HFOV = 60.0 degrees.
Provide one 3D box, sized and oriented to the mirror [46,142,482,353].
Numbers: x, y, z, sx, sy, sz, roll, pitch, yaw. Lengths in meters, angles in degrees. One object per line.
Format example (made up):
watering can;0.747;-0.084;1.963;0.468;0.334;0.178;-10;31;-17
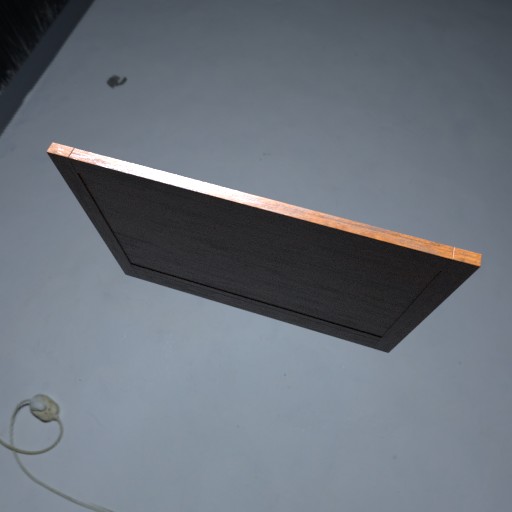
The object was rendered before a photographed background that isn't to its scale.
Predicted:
mirror;0.000;0.000;0.997;0.758;0.537;0.084;16;65;8
